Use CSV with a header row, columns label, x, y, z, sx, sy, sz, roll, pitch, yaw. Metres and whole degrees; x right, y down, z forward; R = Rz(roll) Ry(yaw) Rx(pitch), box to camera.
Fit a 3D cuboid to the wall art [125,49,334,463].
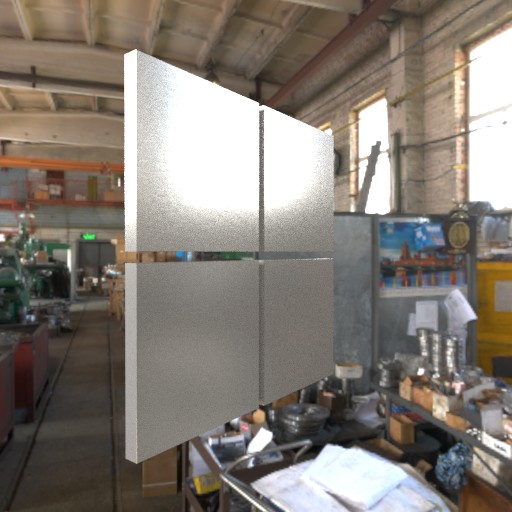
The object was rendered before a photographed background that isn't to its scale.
label,x,y,z,sx,sy,sz,roll,pitch,yaw
wall art,0.000,0.000,0.904,0.029,0.611,0.611,0,1,38
